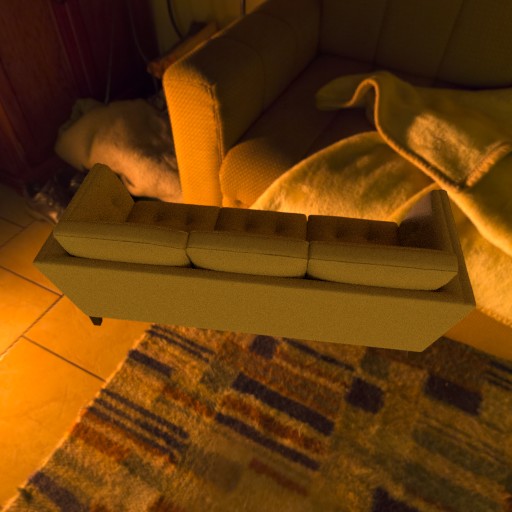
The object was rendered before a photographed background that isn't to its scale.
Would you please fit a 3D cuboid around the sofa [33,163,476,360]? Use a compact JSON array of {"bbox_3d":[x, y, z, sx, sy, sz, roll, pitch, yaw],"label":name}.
[{"bbox_3d":[0.000,0.000,2.890,2.388,0.940,0.965,5,47,5],"label":"sofa"}]
